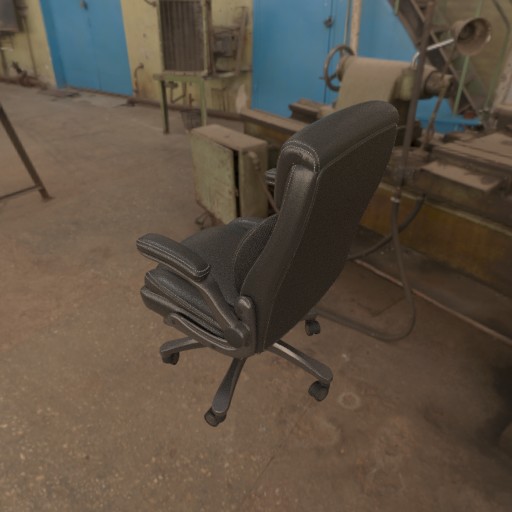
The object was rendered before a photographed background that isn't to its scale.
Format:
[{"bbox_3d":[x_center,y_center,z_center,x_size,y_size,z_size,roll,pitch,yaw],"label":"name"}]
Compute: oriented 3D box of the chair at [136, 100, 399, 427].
[{"bbox_3d":[0.000,0.000,1.613,0.724,1.110,0.782,20,37,29],"label":"chair"}]
